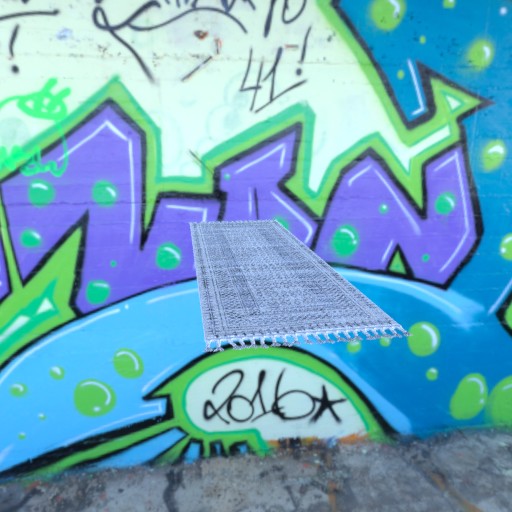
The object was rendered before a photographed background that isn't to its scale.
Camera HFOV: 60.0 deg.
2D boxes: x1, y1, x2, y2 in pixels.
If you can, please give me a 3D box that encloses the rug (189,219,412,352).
[{"bbox_3d":[0.000,0.000,2.763,0.786,0.013,2.480,-2,15,-9],"label":"rug"}]
